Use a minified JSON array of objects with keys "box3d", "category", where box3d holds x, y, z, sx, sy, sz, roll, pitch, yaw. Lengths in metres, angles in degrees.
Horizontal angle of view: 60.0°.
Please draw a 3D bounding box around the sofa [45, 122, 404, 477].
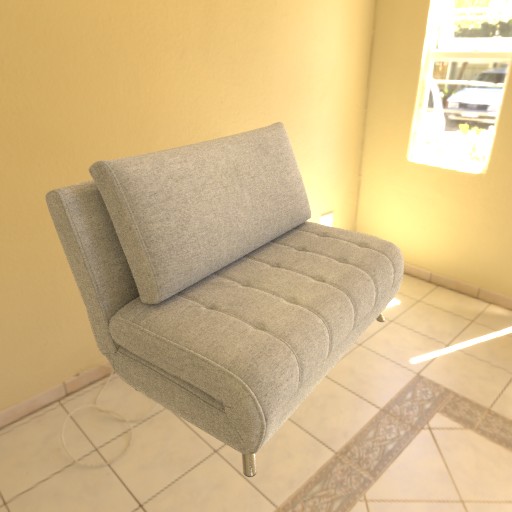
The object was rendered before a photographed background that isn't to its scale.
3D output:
[{"box3d":[0.000,0.000,1.835,0.910,0.910,1.220,17,30,32],"category":"sofa"}]
